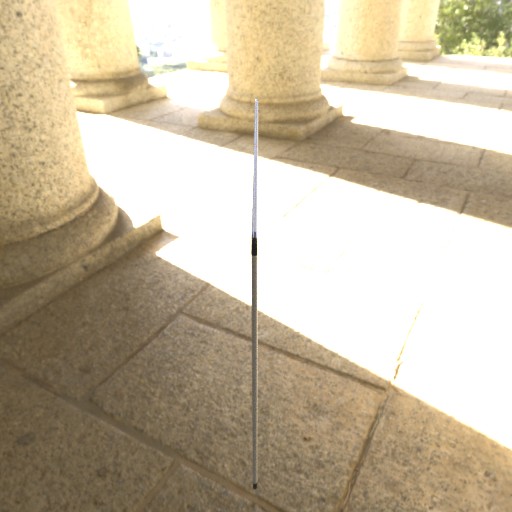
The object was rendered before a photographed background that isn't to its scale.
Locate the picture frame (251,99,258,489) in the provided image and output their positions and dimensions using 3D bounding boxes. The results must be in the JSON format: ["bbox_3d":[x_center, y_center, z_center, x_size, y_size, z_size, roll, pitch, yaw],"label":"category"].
[{"bbox_3d":[0.000,0.000,1.153,0.010,0.600,0.900,0,31,0],"label":"picture frame"}]
